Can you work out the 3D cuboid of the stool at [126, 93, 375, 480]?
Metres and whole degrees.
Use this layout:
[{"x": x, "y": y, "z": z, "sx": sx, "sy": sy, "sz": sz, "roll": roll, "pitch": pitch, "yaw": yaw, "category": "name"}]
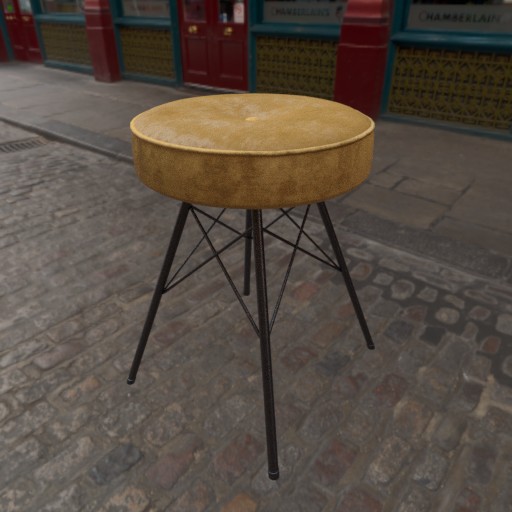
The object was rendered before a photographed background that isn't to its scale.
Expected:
[{"x": 0.000, "y": 0.000, "z": 0.925, "sx": 0.438, "sy": 0.595, "sz": 0.472, "roll": 21, "pitch": 36, "yaw": 33, "category": "stool"}]
